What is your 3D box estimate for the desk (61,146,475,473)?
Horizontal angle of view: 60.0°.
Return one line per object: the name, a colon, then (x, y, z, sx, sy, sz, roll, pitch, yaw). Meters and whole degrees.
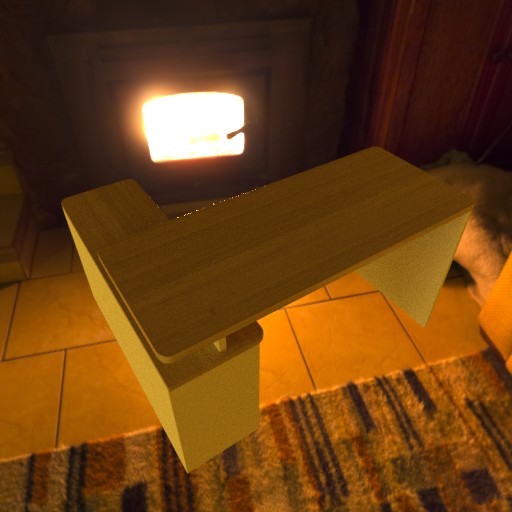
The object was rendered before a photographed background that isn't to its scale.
desk: (0.000, 0.000, 2.132, 1.400, 0.770, 1.175, -24, 47, -24)
